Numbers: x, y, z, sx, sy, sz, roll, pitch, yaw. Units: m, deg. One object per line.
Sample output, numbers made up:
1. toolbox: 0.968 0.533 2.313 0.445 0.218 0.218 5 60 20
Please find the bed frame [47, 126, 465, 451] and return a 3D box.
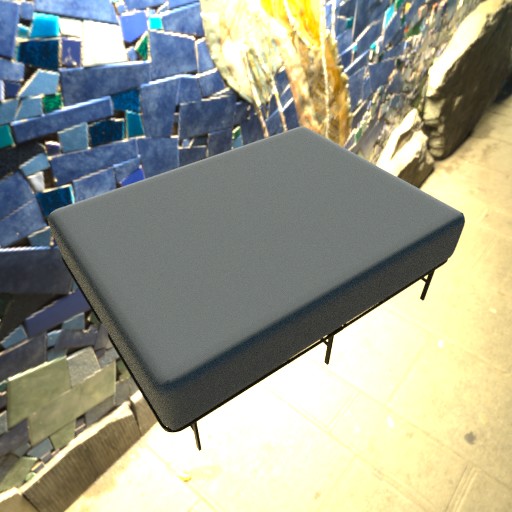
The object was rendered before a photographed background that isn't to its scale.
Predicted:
1. bed frame: 0.000 0.000 2.841 2.037 0.677 1.528 -26 47 -26
